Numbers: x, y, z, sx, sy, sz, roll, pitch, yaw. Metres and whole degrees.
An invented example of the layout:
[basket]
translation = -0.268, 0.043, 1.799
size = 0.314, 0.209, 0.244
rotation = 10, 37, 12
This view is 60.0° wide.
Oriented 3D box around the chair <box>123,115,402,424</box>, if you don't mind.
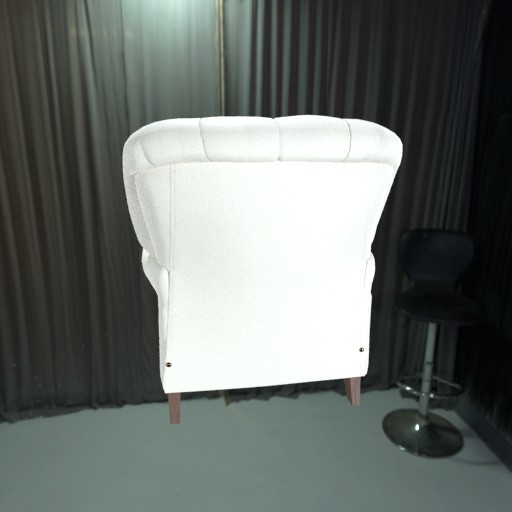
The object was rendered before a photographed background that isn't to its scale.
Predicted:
[chair]
translation = 0.000, 0.000, 2.000
size = 1.035, 1.169, 1.132
rotation = -2, 15, -9
